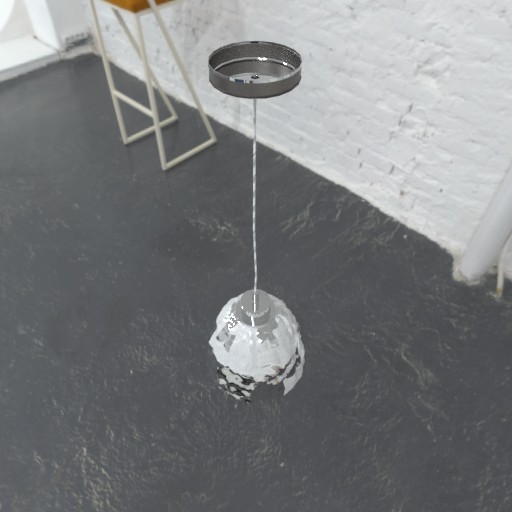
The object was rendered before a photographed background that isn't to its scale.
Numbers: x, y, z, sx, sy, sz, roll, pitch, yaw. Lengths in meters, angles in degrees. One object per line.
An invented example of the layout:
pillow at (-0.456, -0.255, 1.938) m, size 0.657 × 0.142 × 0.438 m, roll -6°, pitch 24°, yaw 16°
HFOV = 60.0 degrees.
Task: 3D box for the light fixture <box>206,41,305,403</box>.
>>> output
light fixture at (0.000, 0.000, 1.723) m, size 0.500 × 1.511 × 0.496 m, roll 17°, pitch 49°, yaw 16°
